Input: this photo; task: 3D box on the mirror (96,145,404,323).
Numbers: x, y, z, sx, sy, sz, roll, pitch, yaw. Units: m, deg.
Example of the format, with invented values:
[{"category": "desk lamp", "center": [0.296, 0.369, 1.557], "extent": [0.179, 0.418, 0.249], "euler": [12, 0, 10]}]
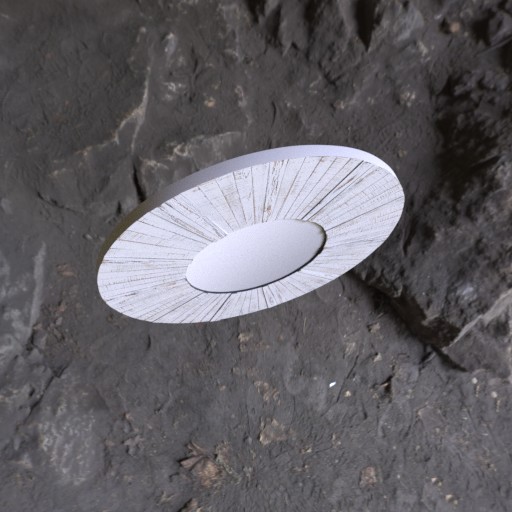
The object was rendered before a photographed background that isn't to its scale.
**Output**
[{"category": "mirror", "center": [0.000, 0.000, 1.337], "extent": [0.914, 0.914, 0.038], "euler": [-15, 65, -7]}]
